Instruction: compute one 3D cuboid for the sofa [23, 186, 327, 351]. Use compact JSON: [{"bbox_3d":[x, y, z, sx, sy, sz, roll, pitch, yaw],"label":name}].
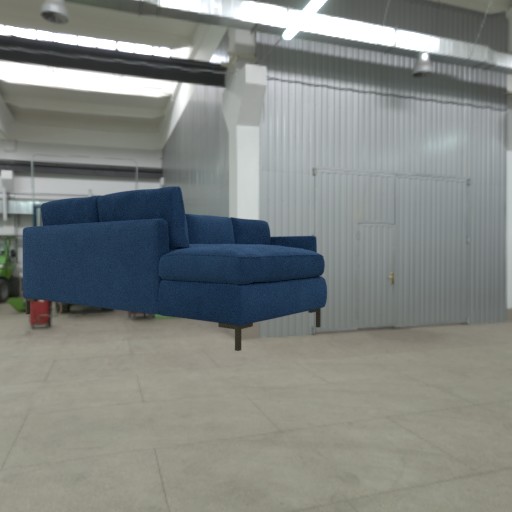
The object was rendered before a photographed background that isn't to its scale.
[{"bbox_3d":[0.000,0.000,3.709,2.007,0.815,2.949,1,1,36],"label":"sofa"}]
